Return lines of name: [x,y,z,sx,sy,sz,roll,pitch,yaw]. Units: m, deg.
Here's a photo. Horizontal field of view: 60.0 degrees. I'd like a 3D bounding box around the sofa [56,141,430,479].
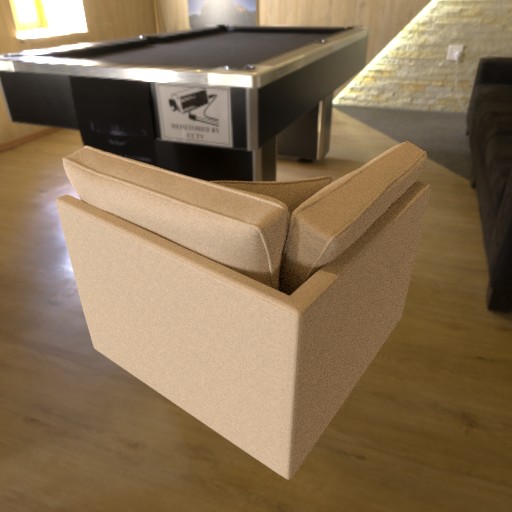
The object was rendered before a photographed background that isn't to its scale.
sofa: [0.000,0.000,1.827,1.042,0.937,1.050,21,37,31]
